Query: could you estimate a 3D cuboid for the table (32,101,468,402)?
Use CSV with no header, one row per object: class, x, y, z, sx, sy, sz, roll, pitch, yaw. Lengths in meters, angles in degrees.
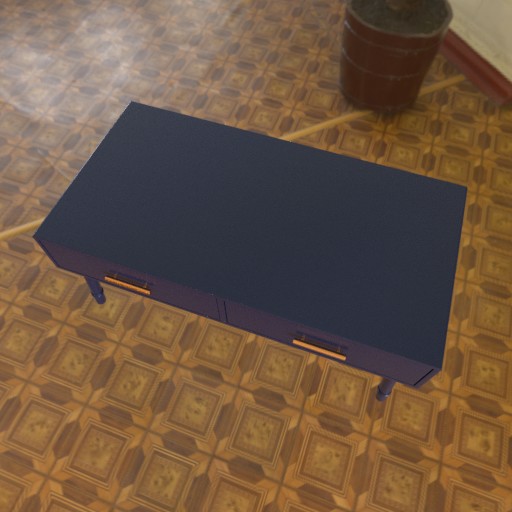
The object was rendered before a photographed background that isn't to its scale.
table,0.000,0.000,1.397,1.067,0.457,0.572,17,61,10
